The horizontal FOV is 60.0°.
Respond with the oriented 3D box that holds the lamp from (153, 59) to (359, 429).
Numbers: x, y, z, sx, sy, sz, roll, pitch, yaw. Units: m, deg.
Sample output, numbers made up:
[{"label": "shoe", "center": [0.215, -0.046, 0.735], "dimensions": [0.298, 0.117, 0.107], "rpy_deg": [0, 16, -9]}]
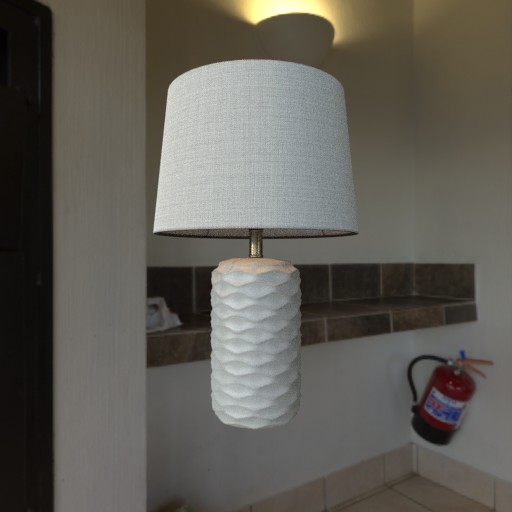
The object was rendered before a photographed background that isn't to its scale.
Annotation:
[{"label": "lamp", "center": [0.000, 0.000, 0.831], "dimensions": [0.376, 0.594, 0.376], "rpy_deg": [0, 0, 0]}]
